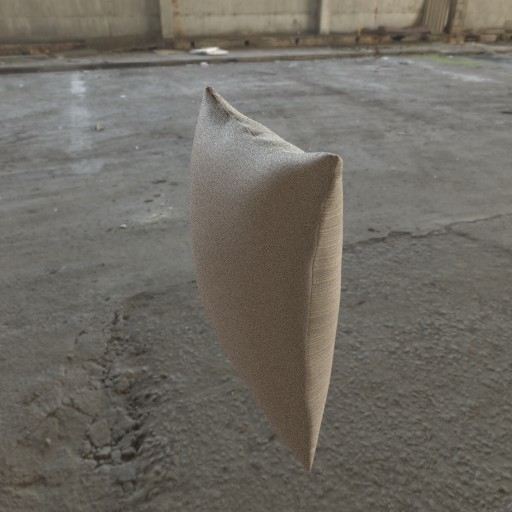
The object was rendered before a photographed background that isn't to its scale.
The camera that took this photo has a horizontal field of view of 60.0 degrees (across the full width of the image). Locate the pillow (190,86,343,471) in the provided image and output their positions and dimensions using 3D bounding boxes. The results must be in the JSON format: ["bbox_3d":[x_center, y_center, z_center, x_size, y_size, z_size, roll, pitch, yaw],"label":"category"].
[{"bbox_3d":[0.000,0.000,0.772,0.204,0.497,0.512,-10,31,-17],"label":"pillow"}]
